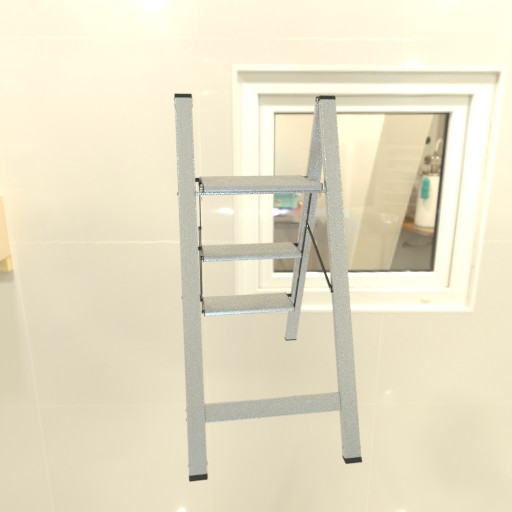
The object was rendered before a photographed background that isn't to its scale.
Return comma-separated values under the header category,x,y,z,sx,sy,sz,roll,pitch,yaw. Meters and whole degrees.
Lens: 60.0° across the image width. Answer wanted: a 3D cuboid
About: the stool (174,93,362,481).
category,x,y,z,sx,sy,sz,roll,pitch,yaw
stool,0.000,0.000,1.318,0.441,0.902,0.730,-2,15,-8
